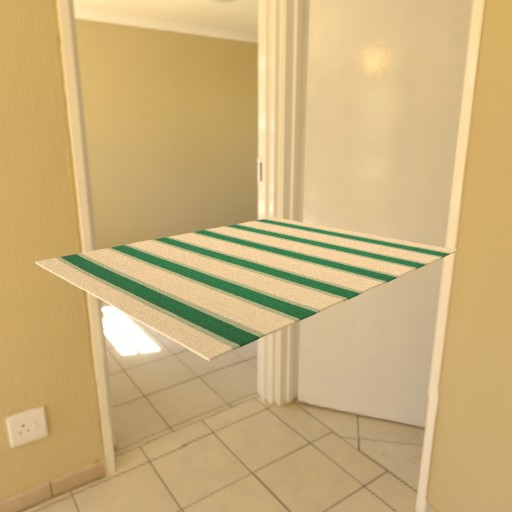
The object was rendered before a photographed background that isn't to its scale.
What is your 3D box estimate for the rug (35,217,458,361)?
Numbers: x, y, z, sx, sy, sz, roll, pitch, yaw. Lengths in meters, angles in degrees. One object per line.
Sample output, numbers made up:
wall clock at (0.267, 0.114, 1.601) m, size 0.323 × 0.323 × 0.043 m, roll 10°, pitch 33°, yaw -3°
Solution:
rug at (0.000, 0.000, 4.058) m, size 3.041 × 0.019 × 2.434 m, roll -15°, pitch 21°, yaw -42°
